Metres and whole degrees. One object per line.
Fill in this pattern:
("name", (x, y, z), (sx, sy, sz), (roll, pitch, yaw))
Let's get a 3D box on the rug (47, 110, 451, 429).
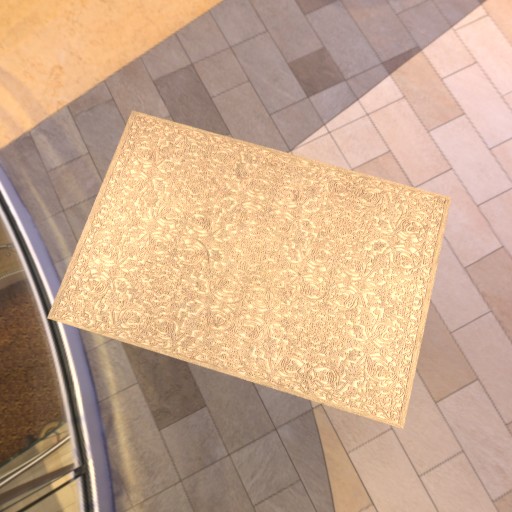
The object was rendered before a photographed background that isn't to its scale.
("rug", (0.000, 0.000, 2.308), (1.827, 0.006, 1.221), (16, 77, 4))
